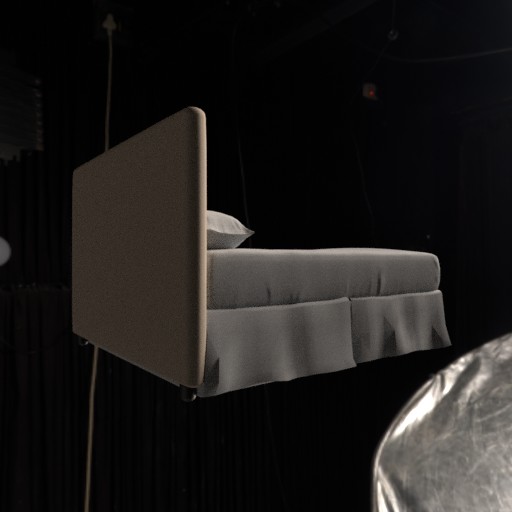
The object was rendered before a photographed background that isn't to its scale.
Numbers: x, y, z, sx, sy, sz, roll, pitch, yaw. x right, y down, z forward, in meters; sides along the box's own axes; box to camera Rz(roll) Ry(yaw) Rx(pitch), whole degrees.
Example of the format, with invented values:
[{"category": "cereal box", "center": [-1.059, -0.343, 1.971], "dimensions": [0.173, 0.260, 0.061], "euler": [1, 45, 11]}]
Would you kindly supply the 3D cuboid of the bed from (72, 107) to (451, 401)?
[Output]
[{"category": "bed", "center": [0.000, 0.000, 3.271], "dimensions": [2.142, 1.330, 1.884], "euler": [0, 0, -37]}]
